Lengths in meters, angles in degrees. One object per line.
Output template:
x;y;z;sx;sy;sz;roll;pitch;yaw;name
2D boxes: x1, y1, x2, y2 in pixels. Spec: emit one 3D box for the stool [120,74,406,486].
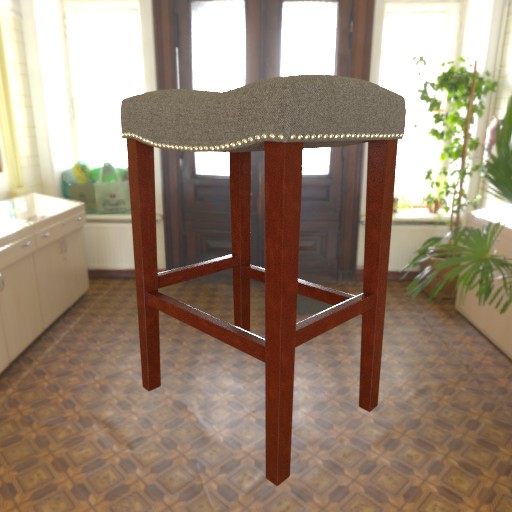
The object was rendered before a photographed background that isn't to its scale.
0.000;0.000;1.023;0.372;0.742;0.504;-15;22;-43;stool
